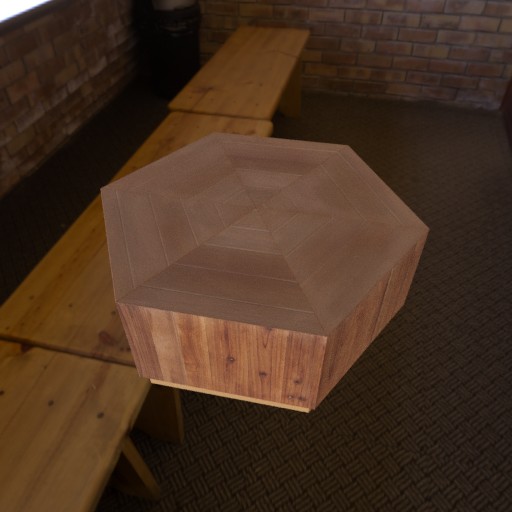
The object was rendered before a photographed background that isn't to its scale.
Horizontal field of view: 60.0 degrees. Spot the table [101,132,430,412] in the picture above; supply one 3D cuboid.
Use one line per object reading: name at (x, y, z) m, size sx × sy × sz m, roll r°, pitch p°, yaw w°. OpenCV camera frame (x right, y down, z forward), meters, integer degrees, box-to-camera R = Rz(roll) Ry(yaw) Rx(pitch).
table at (0.000, 0.000, 1.682) m, size 1.000 × 0.456 × 1.154 m, roll -13°, pitch 44°, yaw -13°
